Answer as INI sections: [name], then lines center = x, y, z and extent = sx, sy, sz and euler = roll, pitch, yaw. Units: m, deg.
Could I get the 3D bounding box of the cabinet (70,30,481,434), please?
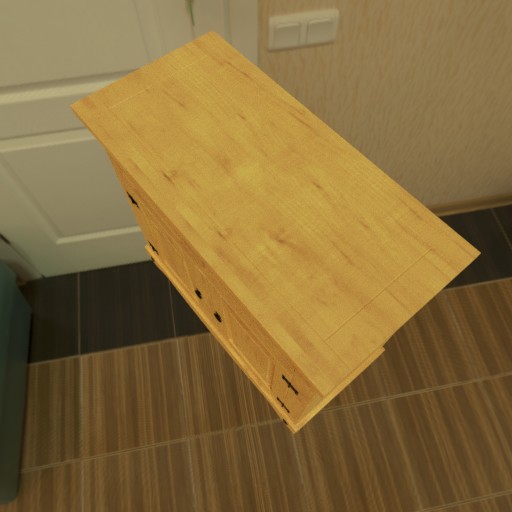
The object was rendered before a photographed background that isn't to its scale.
[cabinet]
center = 0.000, 0.000, 1.389
extent = 0.450, 0.840, 0.920
euler = -36, 68, -17
